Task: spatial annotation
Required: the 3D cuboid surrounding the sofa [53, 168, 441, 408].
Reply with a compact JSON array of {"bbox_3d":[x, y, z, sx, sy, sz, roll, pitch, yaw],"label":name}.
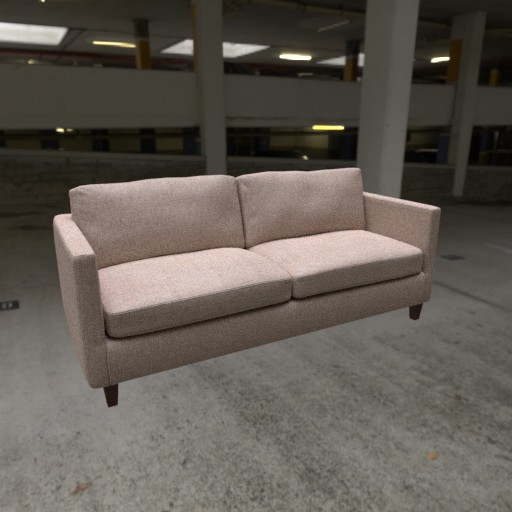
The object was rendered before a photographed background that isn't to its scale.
[{"bbox_3d":[0.000,0.000,2.755,2.208,0.965,0.951,-9,19,-27],"label":"sofa"}]
